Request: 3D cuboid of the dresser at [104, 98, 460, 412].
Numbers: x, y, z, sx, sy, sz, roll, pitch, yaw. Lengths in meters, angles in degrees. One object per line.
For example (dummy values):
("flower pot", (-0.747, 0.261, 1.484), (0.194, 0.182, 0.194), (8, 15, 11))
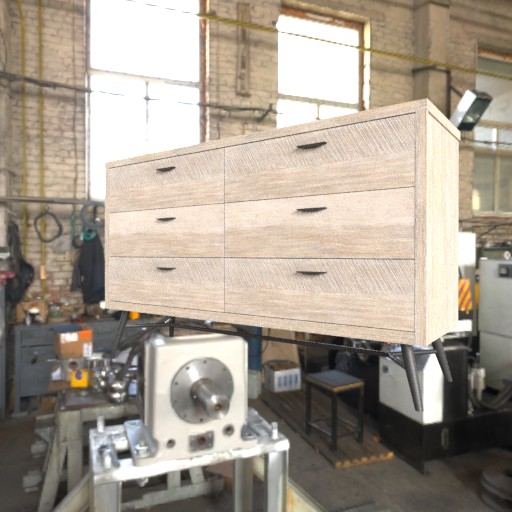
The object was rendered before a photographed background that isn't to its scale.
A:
("dresser", (0.000, 0.000, 1.894), (1.524, 0.914, 0.457), (0, 0, 36))
